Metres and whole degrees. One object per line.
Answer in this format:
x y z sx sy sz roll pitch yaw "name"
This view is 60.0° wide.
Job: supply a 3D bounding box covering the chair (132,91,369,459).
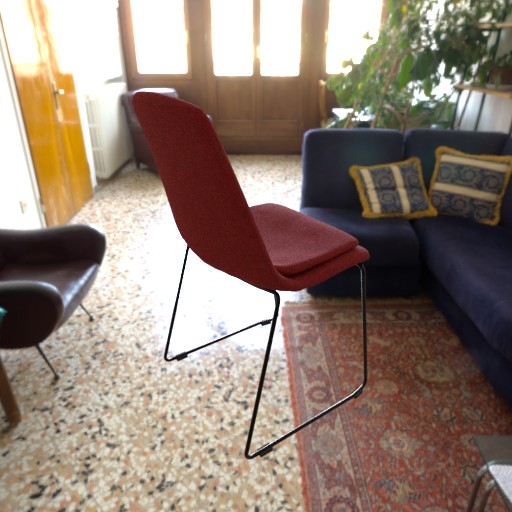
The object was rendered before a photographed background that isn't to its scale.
0.000 0.000 1.191 0.518 0.858 0.479 -17 31 -32 "chair"
